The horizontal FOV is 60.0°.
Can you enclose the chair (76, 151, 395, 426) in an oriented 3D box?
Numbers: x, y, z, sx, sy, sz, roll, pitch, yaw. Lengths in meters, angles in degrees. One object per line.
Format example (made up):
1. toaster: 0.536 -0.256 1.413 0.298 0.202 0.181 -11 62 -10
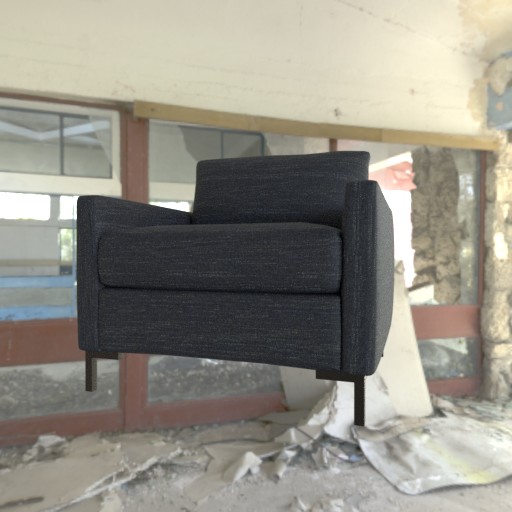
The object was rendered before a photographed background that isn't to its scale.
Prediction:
1. chair: 0.000 0.000 1.646 0.963 0.861 0.866 0 0 19
